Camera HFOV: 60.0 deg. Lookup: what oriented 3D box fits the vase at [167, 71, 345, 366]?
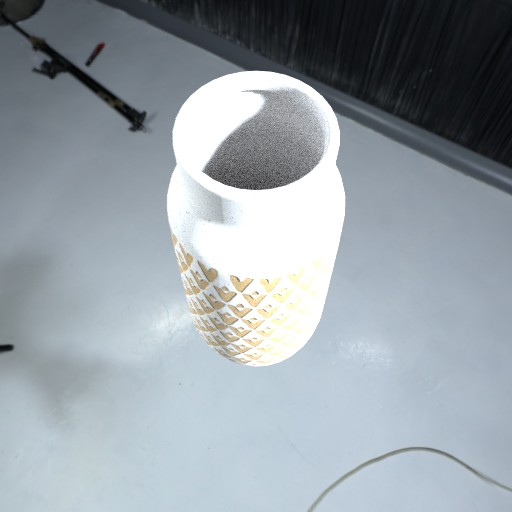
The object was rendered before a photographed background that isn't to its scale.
[{"bbox_3d":[0.000,0.000,0.375,0.137,0.307,0.137,0,63,0],"label":"vase"}]
